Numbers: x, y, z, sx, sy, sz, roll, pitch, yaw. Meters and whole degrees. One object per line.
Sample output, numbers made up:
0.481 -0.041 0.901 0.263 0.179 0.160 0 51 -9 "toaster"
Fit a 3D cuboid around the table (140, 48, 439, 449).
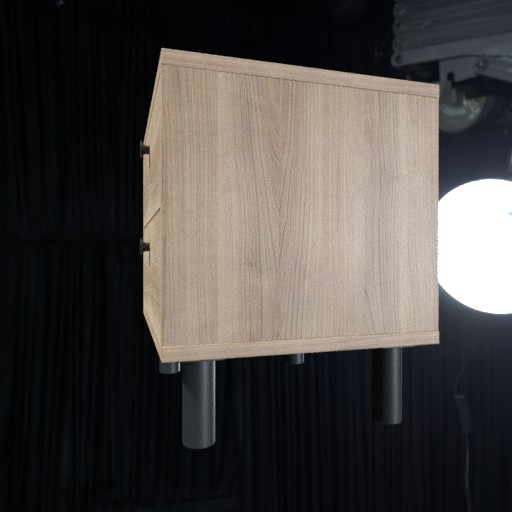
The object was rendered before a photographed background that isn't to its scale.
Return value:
0.000 0.000 0.753 0.380 0.460 0.445 0 0 -17 "table"
